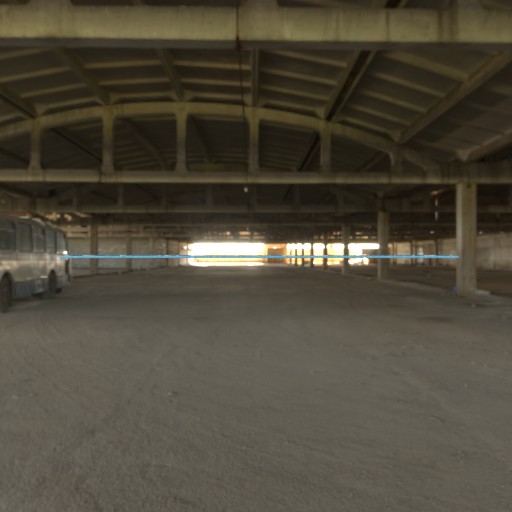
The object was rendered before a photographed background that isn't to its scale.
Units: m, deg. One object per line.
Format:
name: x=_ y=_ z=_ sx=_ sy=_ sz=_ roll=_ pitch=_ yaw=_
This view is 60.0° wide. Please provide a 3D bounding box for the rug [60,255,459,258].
rug: x=0.000 y=0.000 z=2.821 sx=1.554 sy=0.012 sz=2.205 roll=0 pitch=0 yaw=-1
